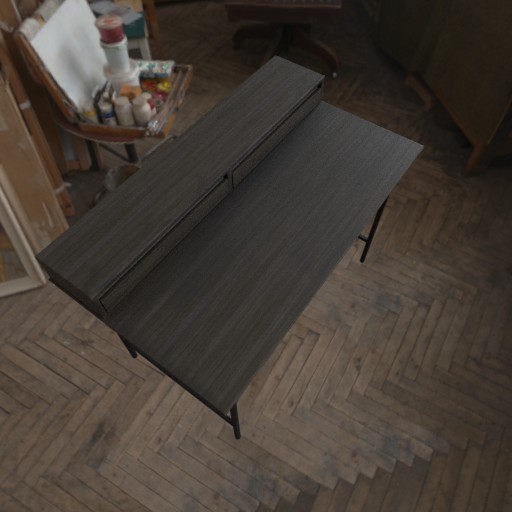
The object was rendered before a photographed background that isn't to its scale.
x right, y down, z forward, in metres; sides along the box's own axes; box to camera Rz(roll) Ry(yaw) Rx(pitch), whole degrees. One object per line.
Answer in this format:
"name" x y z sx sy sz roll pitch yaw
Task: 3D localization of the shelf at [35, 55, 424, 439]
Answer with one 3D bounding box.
"shelf" 0.000 0.000 1.768 0.685 0.865 1.212 31 62 19
